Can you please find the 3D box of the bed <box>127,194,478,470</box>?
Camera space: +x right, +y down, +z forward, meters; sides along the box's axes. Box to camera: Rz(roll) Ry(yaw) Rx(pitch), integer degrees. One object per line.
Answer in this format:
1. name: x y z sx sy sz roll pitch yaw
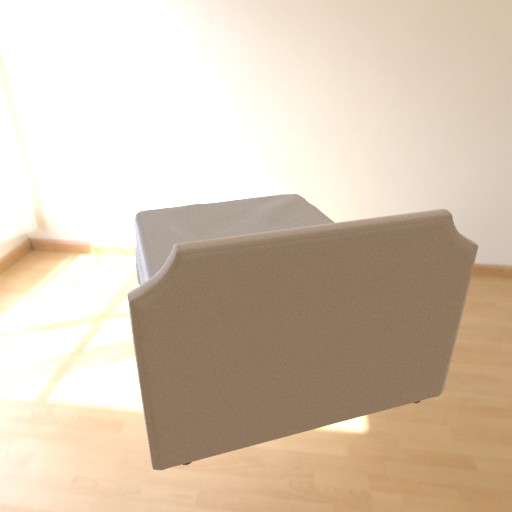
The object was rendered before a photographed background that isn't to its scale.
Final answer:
1. bed: 0.000 0.000 3.204 1.828 1.297 2.164 -8 28 -16
